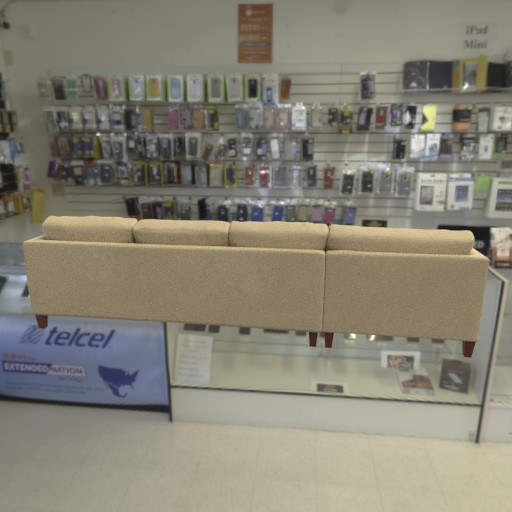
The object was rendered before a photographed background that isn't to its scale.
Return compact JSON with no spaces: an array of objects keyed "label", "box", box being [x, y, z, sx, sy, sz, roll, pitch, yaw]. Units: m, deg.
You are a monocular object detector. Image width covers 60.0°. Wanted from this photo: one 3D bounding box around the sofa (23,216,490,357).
[{"label":"sofa","box":[0.000,0.000,3.796,3.186,0.846,1.625,2,16,8]}]
